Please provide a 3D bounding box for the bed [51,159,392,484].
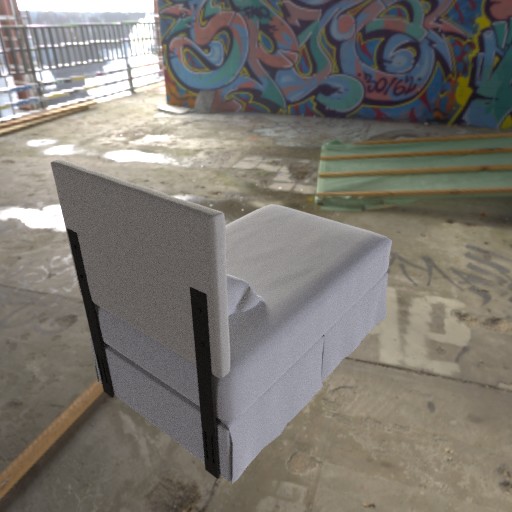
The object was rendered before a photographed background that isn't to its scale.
[{"bbox_3d":[0.000,0.000,2.993,1.261,1.571,1.997,21,35,33],"label":"bed"}]
